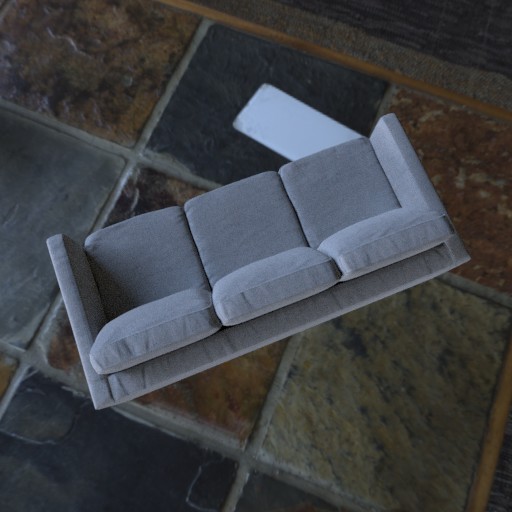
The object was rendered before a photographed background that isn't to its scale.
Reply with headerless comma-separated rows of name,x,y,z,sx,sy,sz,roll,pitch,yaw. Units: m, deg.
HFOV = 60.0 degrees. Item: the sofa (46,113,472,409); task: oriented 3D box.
sofa,0.000,0.000,2.496,1.983,0.918,0.944,-21,77,-5
